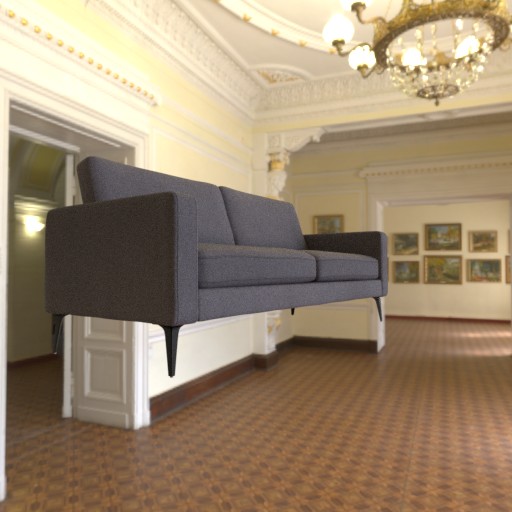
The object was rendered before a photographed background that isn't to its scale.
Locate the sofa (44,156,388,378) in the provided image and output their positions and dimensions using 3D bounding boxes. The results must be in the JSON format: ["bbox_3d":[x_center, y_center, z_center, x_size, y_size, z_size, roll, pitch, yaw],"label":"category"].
[{"bbox_3d":[0.000,0.000,2.372,0.774,0.828,1.925,-1,-2,36],"label":"sofa"}]
